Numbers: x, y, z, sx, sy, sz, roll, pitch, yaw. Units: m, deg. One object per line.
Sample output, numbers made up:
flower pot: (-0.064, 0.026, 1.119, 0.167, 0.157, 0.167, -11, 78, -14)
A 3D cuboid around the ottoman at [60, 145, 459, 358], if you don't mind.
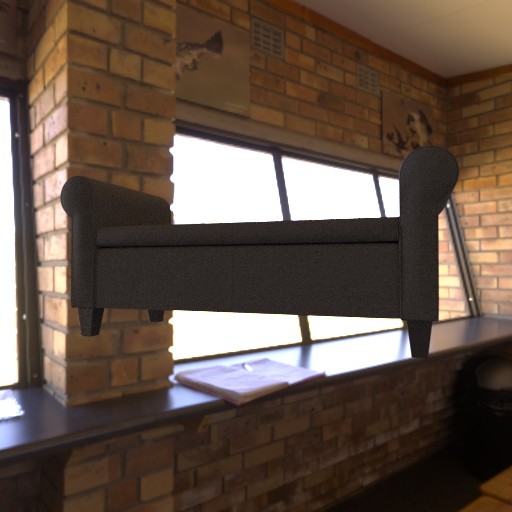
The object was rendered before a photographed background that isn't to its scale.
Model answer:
ottoman: (0.000, 0.000, 1.547, 1.256, 0.547, 0.521, 0, -1, 20)
